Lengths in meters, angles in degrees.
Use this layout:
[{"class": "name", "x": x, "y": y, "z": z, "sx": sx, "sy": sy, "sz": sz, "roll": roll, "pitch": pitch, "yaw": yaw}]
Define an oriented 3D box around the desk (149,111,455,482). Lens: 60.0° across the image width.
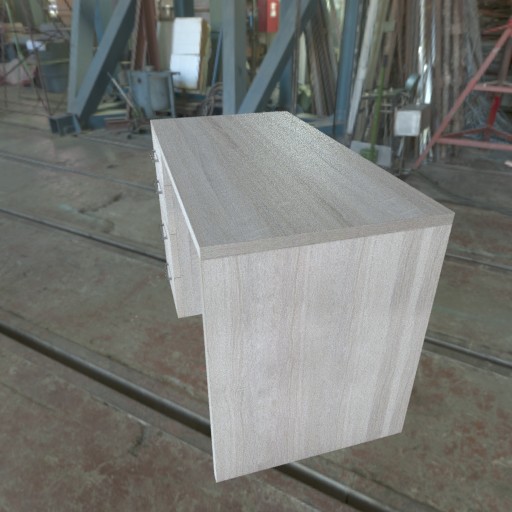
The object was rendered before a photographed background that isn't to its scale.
[{"class": "desk", "x": 0.000, "y": 0.000, "z": 1.553, "sx": 0.600, "sy": 0.731, "sz": 1.100, "roll": -8, "pitch": 31, "yaw": -14}]
